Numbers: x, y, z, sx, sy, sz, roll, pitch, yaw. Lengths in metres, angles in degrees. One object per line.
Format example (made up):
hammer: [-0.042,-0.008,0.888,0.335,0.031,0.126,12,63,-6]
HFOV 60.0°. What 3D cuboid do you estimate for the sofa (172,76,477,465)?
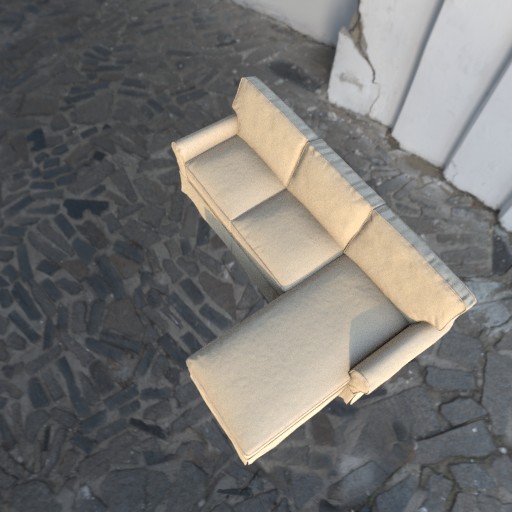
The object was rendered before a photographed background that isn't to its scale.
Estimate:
sofa: [0.000,0.000,3.310,1.733,0.978,2.475,-32,67,-15]
